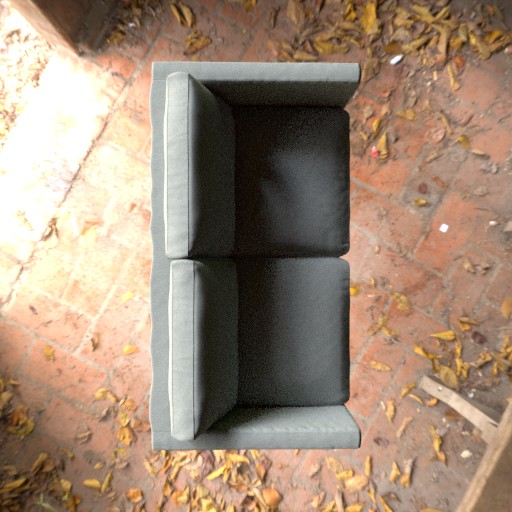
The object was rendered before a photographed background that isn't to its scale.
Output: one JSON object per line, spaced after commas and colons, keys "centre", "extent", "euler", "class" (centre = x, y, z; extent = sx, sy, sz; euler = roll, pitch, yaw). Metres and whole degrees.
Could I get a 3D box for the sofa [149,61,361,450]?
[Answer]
{"centre": [0.000, 0.000, 2.216], "extent": [0.944, 0.830, 1.727], "euler": [0, 90, -1], "class": "sofa"}
